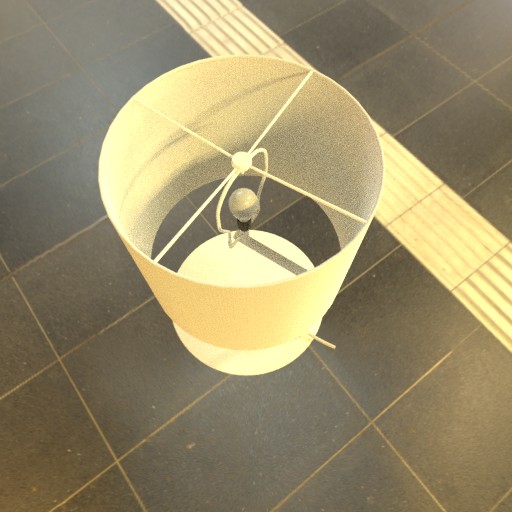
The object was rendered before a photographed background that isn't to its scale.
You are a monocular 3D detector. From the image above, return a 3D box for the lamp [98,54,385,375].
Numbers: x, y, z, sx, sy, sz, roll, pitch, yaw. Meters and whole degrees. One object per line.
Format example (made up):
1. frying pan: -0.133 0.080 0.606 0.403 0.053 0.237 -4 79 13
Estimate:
1. lamp: 0.000 0.000 0.666 0.341 0.454 0.299 31 68 14
